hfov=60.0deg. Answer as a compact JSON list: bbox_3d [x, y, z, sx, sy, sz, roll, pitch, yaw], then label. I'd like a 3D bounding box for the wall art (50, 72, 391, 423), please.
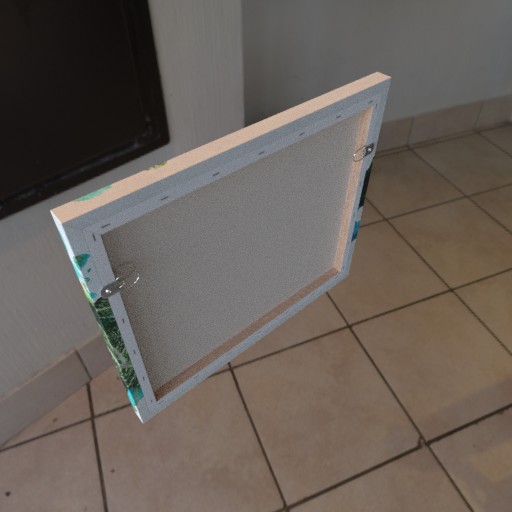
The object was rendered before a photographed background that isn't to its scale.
[{"bbox_3d":[0.000,0.000,0.978,0.711,0.610,0.043,-31,53,-27],"label":"wall art"}]
